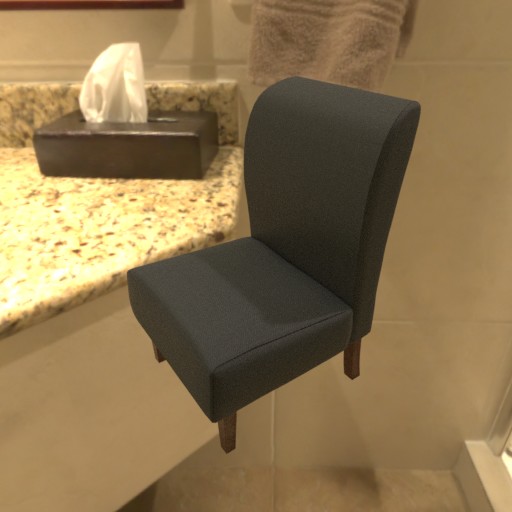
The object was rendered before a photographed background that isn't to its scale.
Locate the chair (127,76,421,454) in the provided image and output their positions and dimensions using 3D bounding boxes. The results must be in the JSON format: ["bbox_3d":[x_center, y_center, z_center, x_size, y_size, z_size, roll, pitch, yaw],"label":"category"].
[{"bbox_3d":[0.000,0.000,1.185,0.592,0.804,0.513,-20,36,-30],"label":"chair"}]
